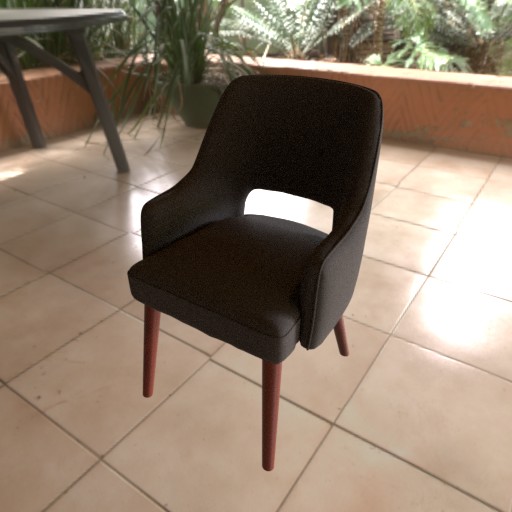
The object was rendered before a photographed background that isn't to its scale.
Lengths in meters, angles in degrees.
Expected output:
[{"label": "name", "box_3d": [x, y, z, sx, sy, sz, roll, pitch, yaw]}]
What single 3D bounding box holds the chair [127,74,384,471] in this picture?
[{"label": "chair", "box_3d": [0.000, 0.000, 1.199, 0.559, 0.838, 0.560, 19, 36, 28]}]
